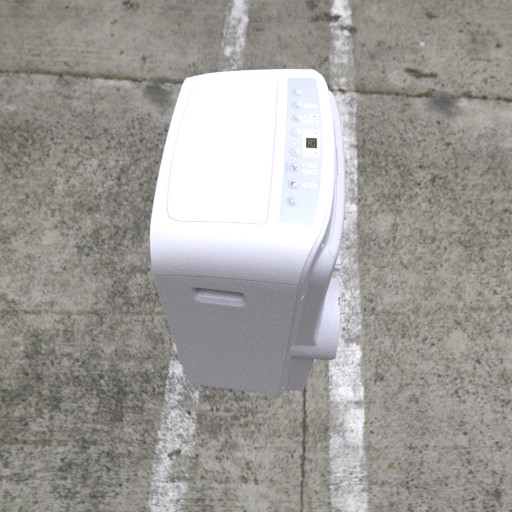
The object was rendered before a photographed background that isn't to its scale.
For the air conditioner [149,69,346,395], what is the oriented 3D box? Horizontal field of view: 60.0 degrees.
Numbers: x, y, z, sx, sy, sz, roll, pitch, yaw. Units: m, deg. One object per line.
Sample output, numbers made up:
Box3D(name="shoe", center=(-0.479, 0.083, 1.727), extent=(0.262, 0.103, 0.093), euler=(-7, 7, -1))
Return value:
Box3D(name="air conditioner", center=(0.000, 0.000, 0.977), extent=(0.365, 0.700, 0.454), euler=(3, 60, 2))
